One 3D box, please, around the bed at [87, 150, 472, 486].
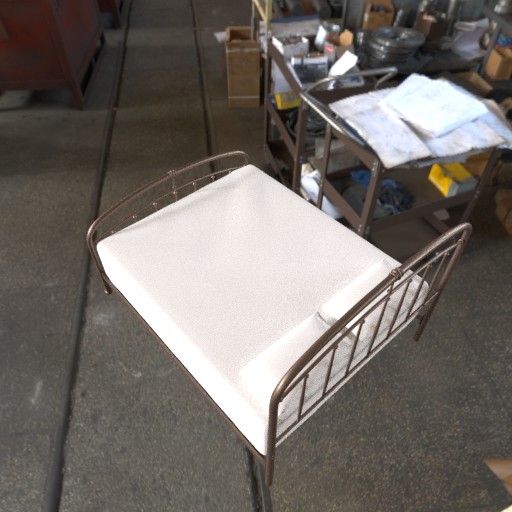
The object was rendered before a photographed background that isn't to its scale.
[{"bbox_3d":[0.000,0.000,3.265,1.711,1.475,2.168,-33,55,-27],"label":"bed"}]
